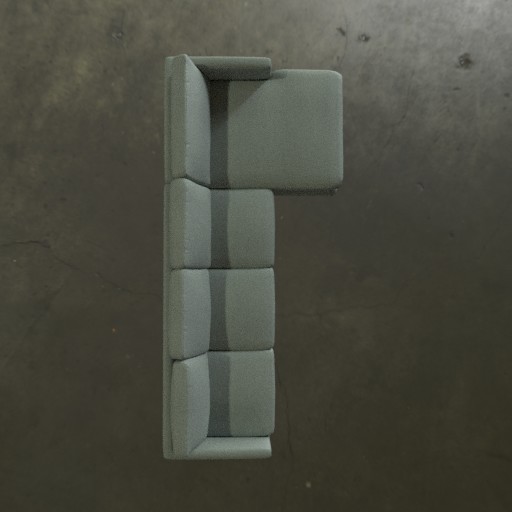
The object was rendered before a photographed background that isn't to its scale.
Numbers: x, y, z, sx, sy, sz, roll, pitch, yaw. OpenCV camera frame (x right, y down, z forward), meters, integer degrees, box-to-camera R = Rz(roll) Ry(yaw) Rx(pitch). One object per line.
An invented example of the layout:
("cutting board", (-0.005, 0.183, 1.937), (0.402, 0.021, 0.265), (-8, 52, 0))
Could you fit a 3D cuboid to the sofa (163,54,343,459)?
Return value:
("sofa", (0.000, 0.000, 4.041), (1.604, 0.950, 3.471), (0, 89, -1))
